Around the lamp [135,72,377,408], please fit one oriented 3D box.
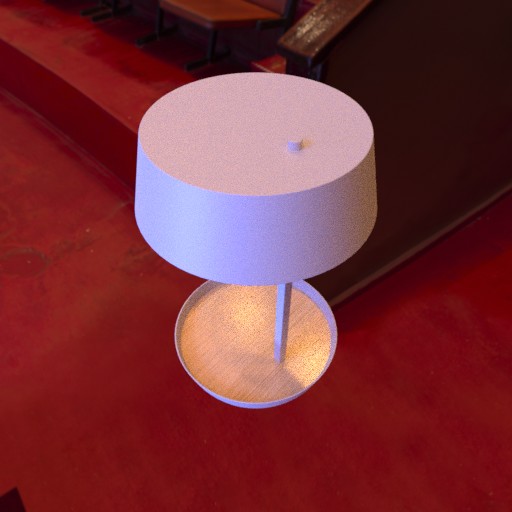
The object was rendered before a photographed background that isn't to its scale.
[{"bbox_3d":[0.000,0.000,0.620,0.291,0.429,0.291,0,46,0],"label":"lamp"}]
